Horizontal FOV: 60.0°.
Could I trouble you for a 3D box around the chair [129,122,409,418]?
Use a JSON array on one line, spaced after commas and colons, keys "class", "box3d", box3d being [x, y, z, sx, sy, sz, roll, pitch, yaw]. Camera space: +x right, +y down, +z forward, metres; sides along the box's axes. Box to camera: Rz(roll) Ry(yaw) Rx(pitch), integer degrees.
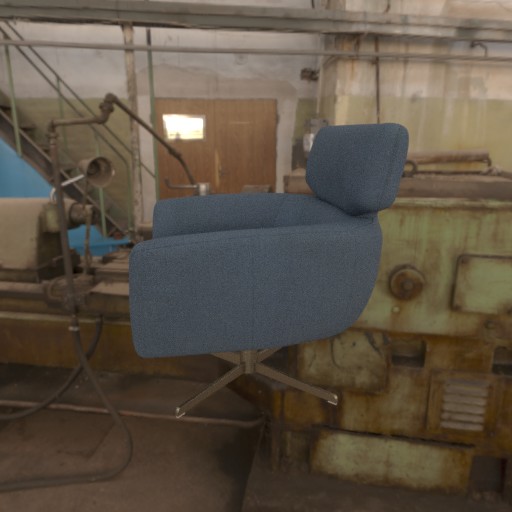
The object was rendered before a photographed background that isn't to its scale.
[{"class": "chair", "box3d": [0.000, 0.000, 1.422, 0.761, 0.813, 0.738, -2, 16, -8]}]
